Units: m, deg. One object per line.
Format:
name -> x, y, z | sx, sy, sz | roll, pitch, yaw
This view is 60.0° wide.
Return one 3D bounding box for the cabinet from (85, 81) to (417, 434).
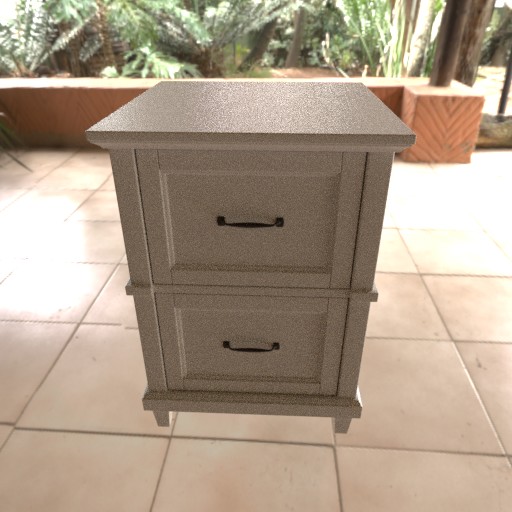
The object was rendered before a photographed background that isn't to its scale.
cabinet -> 0.000, 0.000, 1.153 | 0.544, 0.775, 0.547 | 1, 30, 2
